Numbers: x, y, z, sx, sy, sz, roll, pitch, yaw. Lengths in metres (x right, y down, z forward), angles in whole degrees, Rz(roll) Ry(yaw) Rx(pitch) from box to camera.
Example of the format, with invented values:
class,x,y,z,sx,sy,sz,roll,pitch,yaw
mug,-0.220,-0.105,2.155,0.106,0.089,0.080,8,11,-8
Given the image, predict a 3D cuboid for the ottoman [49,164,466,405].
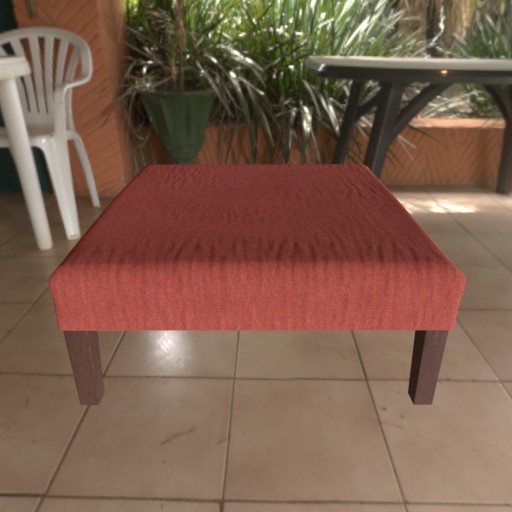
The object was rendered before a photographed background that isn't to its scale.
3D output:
class,x,y,z,sx,sy,sz,roll,pitch,yaw
ottoman,0.000,0.000,1.399,0.889,0.411,0.890,0,26,0
